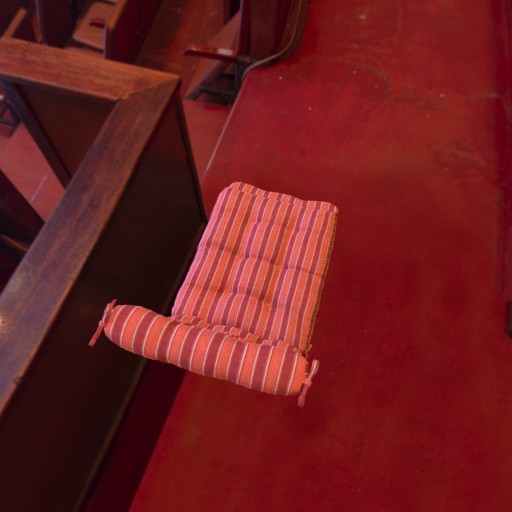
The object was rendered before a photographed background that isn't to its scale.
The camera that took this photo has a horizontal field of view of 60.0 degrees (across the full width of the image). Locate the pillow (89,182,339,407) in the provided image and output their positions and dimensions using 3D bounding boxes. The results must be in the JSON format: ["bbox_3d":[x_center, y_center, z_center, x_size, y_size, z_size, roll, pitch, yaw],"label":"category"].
[{"bbox_3d":[0.000,0.000,1.528,0.526,0.863,1.016,15,64,7],"label":"pillow"}]
